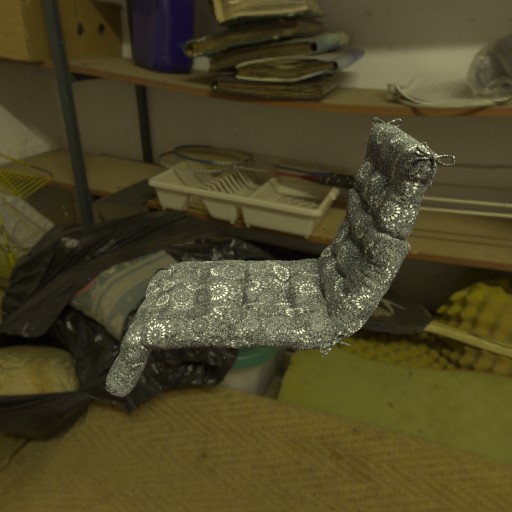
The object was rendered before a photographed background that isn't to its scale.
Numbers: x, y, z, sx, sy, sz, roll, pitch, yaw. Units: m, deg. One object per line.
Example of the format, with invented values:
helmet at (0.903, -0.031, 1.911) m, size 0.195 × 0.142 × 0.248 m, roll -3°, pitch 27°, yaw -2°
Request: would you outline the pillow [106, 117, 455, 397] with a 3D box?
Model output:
pillow at (0.000, 0.000, 1.515) m, size 1.016 × 0.863 × 0.526 m, roll 0°, pitch 26°, yaw 1°
